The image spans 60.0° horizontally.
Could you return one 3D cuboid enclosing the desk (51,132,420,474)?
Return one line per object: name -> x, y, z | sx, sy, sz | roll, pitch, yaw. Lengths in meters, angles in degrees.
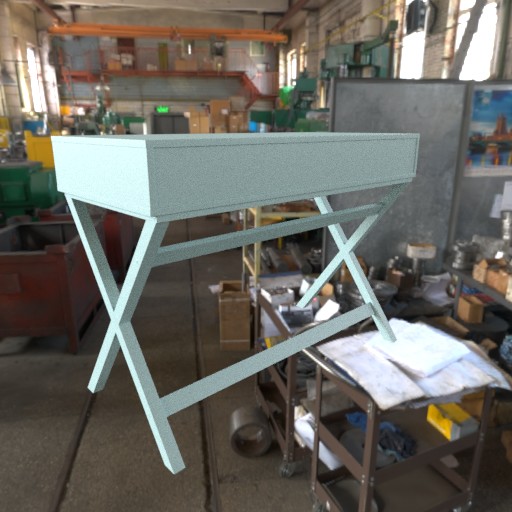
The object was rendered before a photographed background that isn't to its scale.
desk -> 0.000, 0.000, 1.477 | 1.057, 0.780, 0.525 | -15, 22, -41
